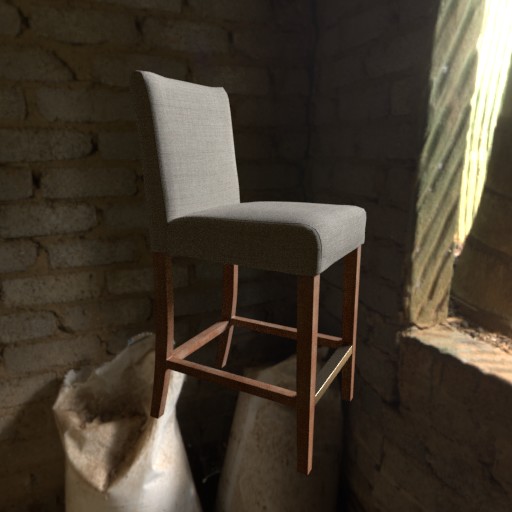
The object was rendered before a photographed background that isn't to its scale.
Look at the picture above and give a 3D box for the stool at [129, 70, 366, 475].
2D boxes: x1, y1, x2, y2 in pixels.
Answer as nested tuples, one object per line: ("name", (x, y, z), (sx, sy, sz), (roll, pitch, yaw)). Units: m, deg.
("stool", (0.000, 0.000, 1.352), (0.567, 1.039, 0.454), (7, 16, 27))
